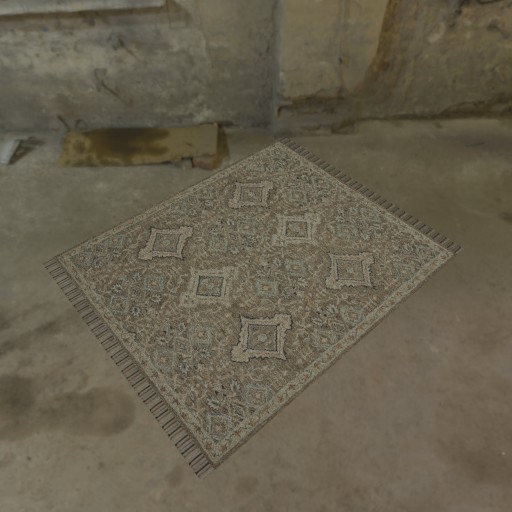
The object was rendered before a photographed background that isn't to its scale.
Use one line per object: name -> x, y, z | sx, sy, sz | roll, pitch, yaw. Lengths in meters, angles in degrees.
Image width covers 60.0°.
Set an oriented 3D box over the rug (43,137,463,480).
rug -> 0.000, 0.000, 4.103 | 3.056, 0.010, 2.437 | -33, 57, -26
